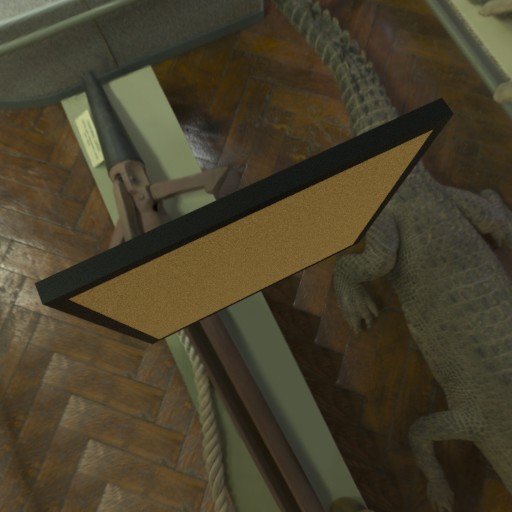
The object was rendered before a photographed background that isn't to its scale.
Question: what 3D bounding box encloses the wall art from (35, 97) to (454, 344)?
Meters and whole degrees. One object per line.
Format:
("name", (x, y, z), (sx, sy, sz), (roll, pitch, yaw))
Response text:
("wall art", (0.000, 0.000, 1.107), (0.762, 0.762, 0.038), (-26, 76, -7))
